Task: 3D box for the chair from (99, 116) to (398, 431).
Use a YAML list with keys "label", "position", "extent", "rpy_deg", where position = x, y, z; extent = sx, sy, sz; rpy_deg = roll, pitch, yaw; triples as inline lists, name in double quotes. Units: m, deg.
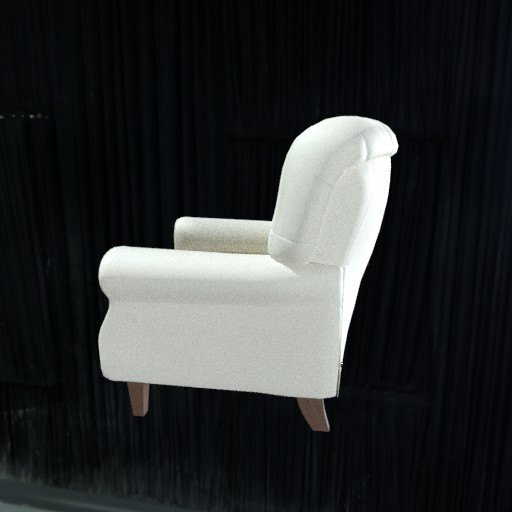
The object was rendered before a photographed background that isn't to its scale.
- label: "chair"
  position: [0.000, 0.000, 1.994]
  extent: [1.132, 1.169, 1.035]
  rpy_deg: [2, 13, 8]
